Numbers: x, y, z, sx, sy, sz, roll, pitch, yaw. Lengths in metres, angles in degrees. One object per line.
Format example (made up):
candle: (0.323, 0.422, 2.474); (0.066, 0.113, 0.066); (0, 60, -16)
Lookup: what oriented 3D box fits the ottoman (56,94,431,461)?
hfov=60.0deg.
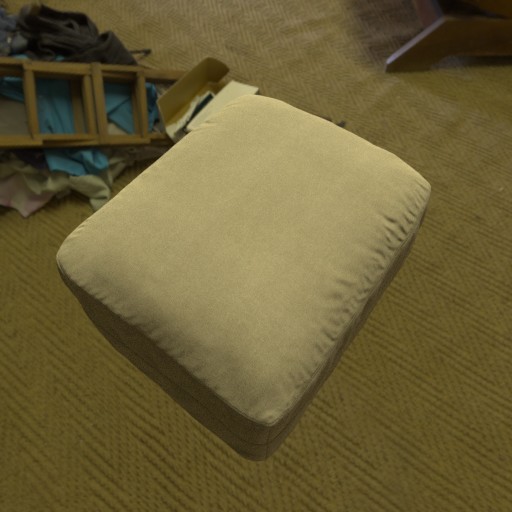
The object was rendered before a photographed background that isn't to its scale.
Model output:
ottoman: (0.000, 0.000, 1.063); (0.584, 0.480, 0.712); (32, 63, 19)
